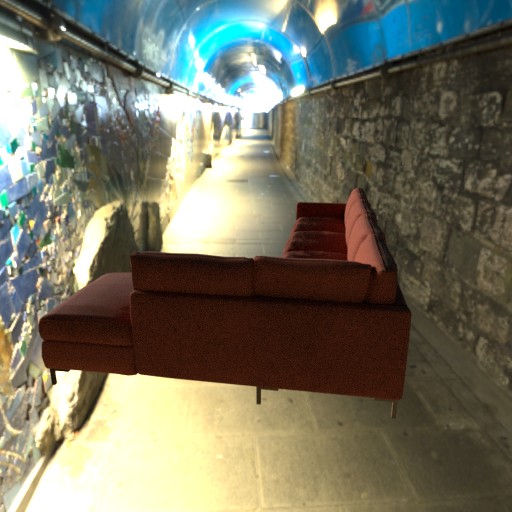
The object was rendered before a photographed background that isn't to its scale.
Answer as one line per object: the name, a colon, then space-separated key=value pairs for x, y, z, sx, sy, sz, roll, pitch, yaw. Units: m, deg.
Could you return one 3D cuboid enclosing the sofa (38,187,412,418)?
sofa: x=0.000 y=0.000 z=3.430 sx=1.879 sy=0.757 sz=2.736 roll=3 pitch=17 yaw=9
